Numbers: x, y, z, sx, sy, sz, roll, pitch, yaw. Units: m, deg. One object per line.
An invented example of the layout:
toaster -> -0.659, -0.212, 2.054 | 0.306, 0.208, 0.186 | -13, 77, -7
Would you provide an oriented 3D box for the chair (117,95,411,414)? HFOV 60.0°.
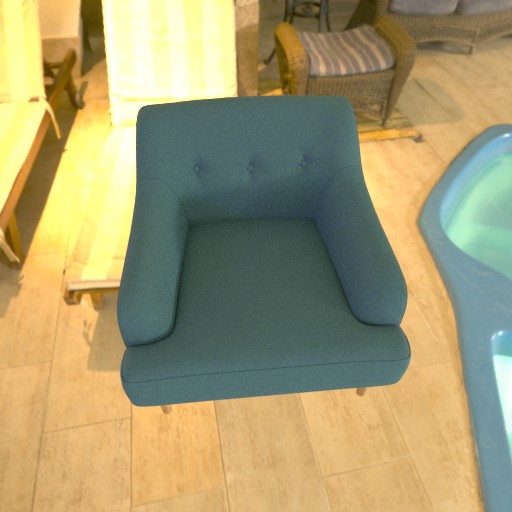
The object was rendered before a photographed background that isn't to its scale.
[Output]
chair -> 0.000, 0.000, 1.671 | 0.946, 0.818, 0.951 | -4, 47, -4
